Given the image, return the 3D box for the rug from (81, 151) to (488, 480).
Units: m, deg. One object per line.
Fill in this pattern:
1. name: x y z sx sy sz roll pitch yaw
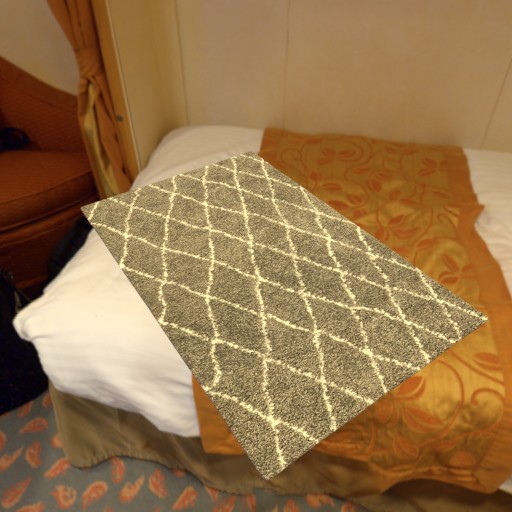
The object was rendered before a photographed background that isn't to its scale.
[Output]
1. rug: 0.000 0.000 3.335 1.778 0.030 2.743 -24 47 -25
